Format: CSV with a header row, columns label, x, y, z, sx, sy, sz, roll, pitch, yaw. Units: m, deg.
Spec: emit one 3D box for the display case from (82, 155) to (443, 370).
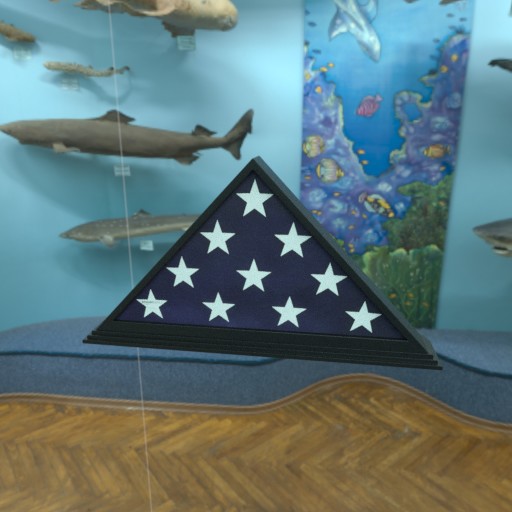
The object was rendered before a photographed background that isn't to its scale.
label,x,y,z,sx,sy,sz,roll,pitch,yaw
display case,0.000,0.000,0.778,0.640,0.340,0.095,2,17,8
